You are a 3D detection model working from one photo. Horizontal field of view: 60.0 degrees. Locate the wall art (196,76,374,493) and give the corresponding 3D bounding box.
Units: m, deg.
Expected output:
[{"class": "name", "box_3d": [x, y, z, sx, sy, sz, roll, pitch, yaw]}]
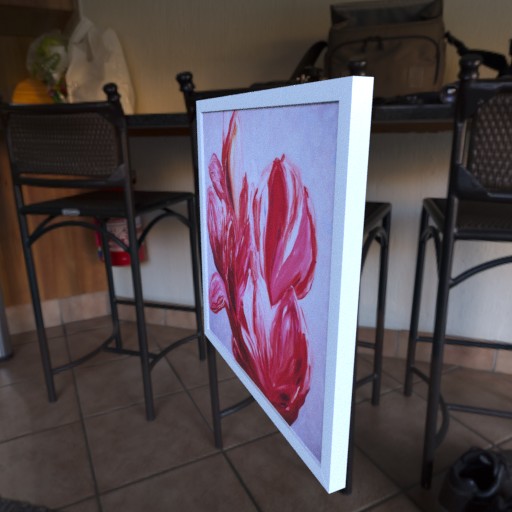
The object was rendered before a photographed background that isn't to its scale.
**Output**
[{"class": "wall art", "box_3d": [0.000, 0.000, 0.655, 0.023, 0.453, 0.455, -7, 18, -24]}]
